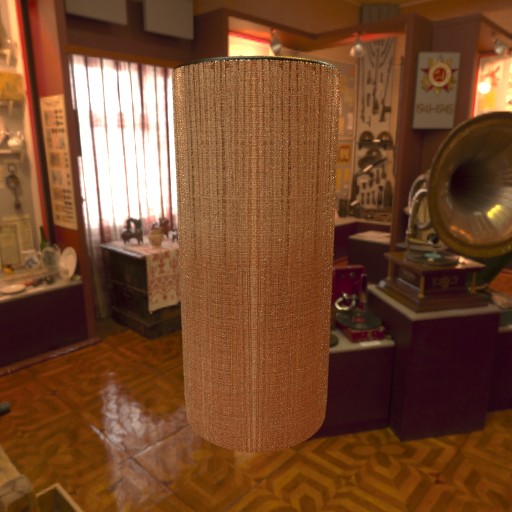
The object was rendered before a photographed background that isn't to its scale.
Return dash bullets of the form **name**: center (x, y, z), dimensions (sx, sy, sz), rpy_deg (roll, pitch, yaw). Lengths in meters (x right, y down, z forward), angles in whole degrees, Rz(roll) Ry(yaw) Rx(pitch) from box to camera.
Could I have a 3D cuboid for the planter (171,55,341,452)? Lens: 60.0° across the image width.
- **planter**: center (0.000, 0.000, 0.292), dimensions (0.100, 0.227, 0.100), rpy_deg (13, 19, 43)
